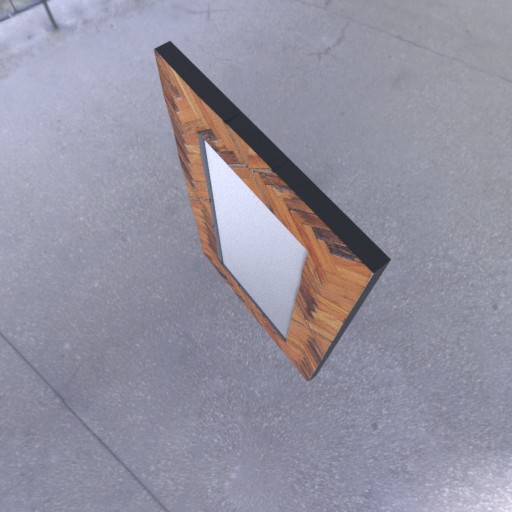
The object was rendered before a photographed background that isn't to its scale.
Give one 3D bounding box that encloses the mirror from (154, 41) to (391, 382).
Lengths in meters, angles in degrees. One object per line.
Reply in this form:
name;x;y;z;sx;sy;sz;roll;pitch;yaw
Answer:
mirror;0.000;0.000;1.176;0.044;0.912;0.606;-35;69;-15
